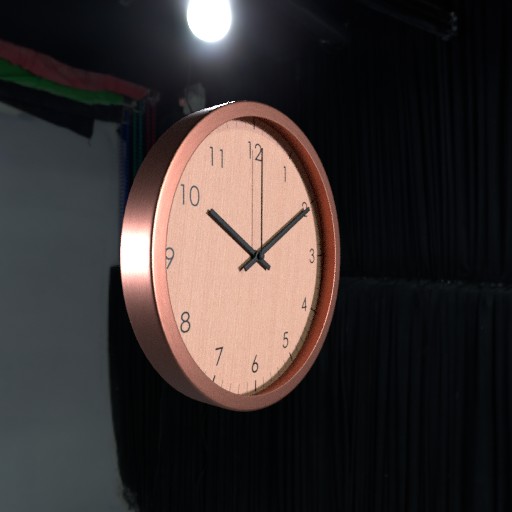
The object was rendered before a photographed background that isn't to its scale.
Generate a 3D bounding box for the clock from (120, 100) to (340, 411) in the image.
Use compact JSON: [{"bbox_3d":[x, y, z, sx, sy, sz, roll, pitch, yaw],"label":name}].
[{"bbox_3d":[0.000,0.000,0.475,0.040,0.313,0.313,0,0,38],"label":"clock"}]
